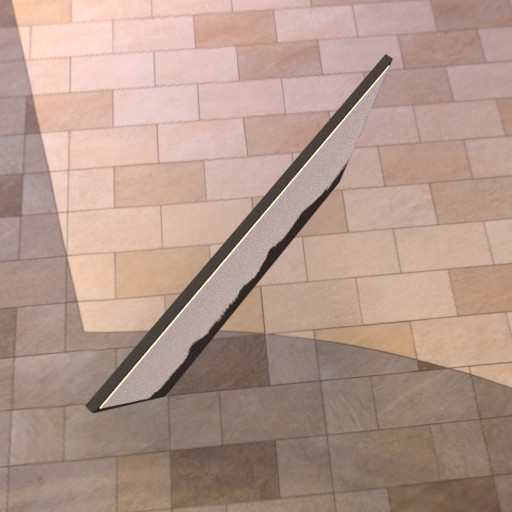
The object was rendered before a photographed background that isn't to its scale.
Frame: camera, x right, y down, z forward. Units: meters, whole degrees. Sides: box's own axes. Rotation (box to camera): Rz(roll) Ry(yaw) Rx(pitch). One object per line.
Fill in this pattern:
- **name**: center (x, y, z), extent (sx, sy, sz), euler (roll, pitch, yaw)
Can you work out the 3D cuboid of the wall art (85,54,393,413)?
- **wall art**: center (0.000, 0.000, 1.496), extent (0.028, 0.805, 1.190), euler (38, 78, 9)
